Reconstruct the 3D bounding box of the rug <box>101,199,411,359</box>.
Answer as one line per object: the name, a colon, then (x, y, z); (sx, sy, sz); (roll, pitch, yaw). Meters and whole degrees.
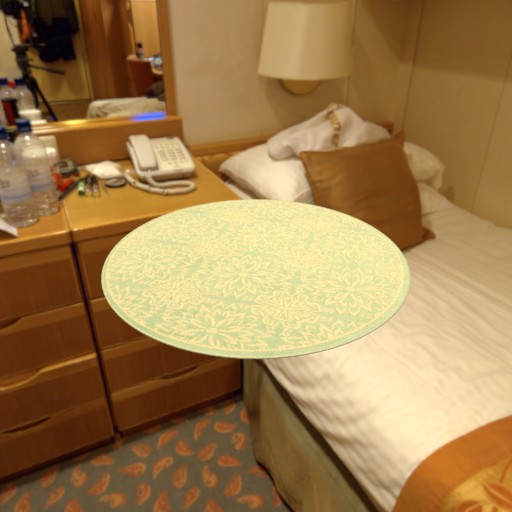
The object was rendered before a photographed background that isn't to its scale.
rug: (0.000, 0.000, 2.384); (1.593, 0.012, 1.593); (0, 29, 0)
